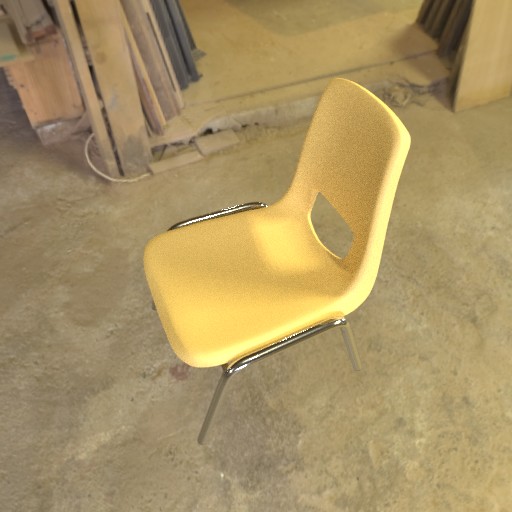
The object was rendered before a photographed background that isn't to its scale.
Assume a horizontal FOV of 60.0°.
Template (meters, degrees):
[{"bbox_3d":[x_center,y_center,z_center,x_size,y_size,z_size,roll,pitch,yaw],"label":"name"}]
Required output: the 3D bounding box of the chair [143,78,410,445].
[{"bbox_3d":[0.000,0.000,0.793,0.385,0.536,0.354,-18,50,-16],"label":"chair"}]
